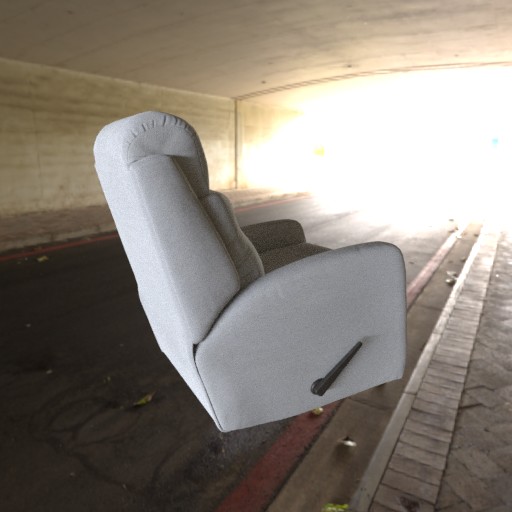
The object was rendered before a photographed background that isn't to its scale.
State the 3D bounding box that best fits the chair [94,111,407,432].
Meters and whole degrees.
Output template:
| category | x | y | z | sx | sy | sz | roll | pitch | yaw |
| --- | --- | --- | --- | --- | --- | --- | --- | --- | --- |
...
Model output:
| category | x | y | z | sx | sy | sz | roll | pitch | yaw |
| --- | --- | --- | --- | --- | --- | --- | --- | --- | --- |
| chair | 0.000 | 0.000 | 1.693 | 1.043 | 1.013 | 0.798 | -7 | 15 | -27 |
